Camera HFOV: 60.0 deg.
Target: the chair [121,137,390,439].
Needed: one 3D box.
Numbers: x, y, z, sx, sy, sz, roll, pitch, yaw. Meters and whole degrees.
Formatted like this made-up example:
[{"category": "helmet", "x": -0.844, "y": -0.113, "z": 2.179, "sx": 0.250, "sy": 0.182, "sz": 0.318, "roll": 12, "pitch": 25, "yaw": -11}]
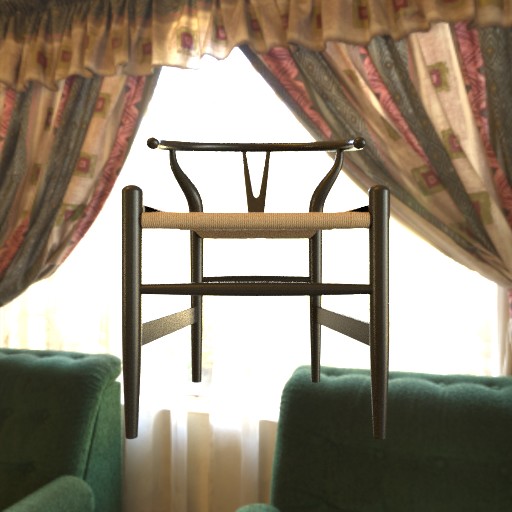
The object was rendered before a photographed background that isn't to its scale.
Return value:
[{"category": "chair", "x": 0.000, "y": 0.000, "z": 1.164, "sx": 0.570, "sy": 0.739, "sz": 0.570, "roll": 0, "pitch": -1, "yaw": 0}]
